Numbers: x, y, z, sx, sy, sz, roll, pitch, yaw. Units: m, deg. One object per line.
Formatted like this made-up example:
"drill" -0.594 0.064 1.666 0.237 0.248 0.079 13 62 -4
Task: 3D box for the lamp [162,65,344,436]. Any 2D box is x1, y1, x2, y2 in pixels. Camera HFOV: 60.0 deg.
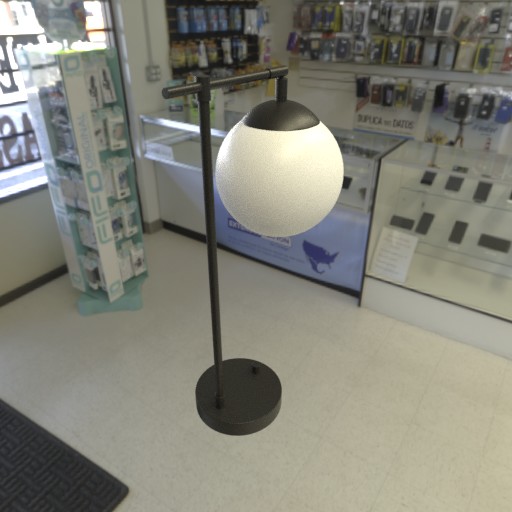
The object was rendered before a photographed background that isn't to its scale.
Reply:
"lamp" 0.000 0.000 0.707 0.197 0.559 0.316 20 36 31
